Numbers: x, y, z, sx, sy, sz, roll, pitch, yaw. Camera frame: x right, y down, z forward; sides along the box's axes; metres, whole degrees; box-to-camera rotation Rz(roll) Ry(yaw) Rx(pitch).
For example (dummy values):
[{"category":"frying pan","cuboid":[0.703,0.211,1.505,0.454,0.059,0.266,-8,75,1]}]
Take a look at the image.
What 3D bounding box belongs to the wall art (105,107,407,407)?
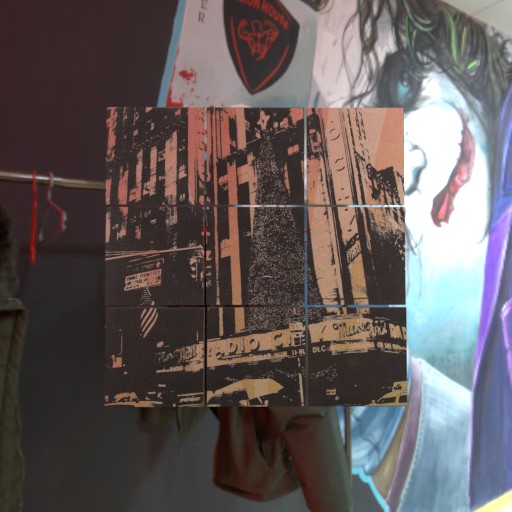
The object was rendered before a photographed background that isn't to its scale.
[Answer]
[{"category":"wall art","cuboid":[0.000,0.000,2.260,1.527,1.521,0.017,0,-1,0]}]
